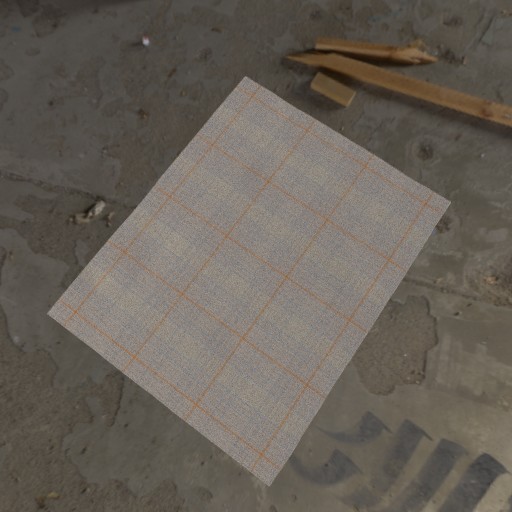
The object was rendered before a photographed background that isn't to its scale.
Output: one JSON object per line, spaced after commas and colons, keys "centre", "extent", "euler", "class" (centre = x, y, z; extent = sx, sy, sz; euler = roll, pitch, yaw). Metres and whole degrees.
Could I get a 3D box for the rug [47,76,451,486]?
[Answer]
{"centre": [0.000, 0.000, 4.119], "extent": [2.448, 0.021, 3.051], "euler": [34, 78, 9], "class": "rug"}
